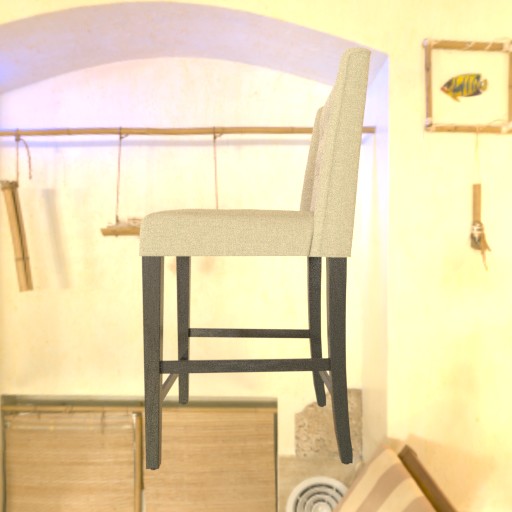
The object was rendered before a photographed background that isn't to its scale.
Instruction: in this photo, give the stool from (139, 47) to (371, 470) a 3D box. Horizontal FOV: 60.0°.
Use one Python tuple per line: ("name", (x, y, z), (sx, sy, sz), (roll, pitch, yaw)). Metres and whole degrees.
("stool", (0.000, 0.000, 1.190), (0.509, 0.939, 0.474), (0, 1, 0))
